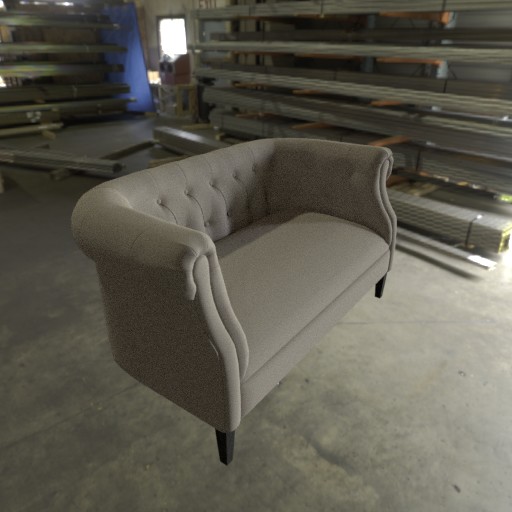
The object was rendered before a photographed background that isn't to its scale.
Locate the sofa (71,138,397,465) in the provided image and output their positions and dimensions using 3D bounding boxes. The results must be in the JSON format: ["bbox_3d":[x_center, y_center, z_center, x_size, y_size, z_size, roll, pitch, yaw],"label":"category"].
[{"bbox_3d":[0.000,0.000,2.022,0.835,0.827,1.558,18,31,32],"label":"sofa"}]
